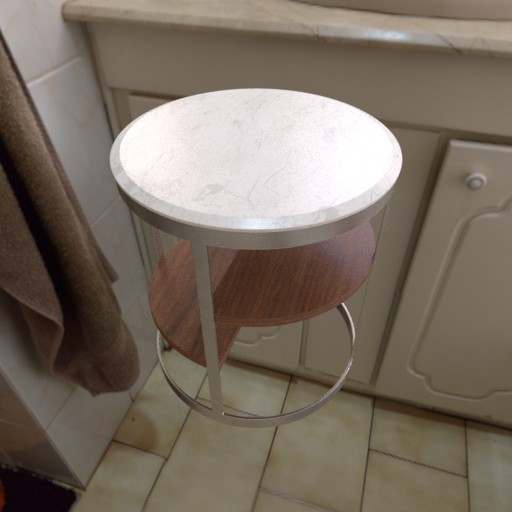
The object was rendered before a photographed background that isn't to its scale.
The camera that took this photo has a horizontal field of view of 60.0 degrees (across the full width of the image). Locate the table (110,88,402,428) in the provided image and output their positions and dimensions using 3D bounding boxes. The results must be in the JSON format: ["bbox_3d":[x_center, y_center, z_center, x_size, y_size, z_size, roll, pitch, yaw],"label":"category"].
[{"bbox_3d":[0.000,0.000,0.779,0.407,0.447,0.407,0,41,0],"label":"table"}]
